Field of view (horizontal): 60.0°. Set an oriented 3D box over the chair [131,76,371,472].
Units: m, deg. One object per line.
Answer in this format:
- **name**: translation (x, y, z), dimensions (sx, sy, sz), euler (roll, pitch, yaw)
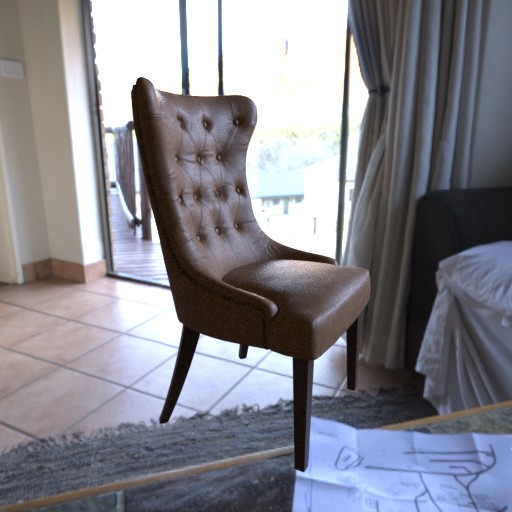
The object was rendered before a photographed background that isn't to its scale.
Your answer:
- **chair**: translation (0.000, 0.000, 1.452), dimensions (0.669, 1.065, 0.611), euler (8, 16, 28)
